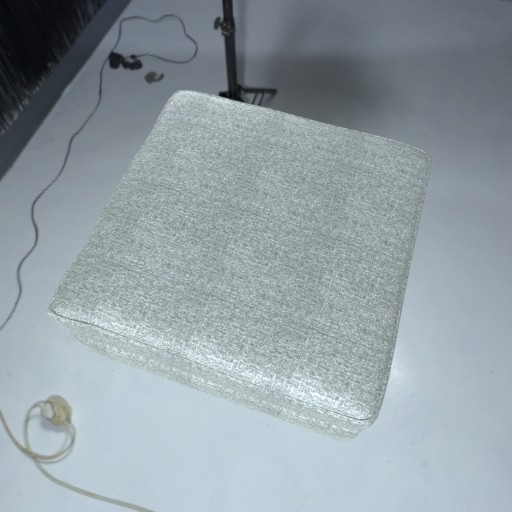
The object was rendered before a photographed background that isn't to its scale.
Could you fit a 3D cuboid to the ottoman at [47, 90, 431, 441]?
[{"bbox_3d":[0.000,0.000,1.350,0.838,0.481,0.838,17,64,8],"label":"ottoman"}]
